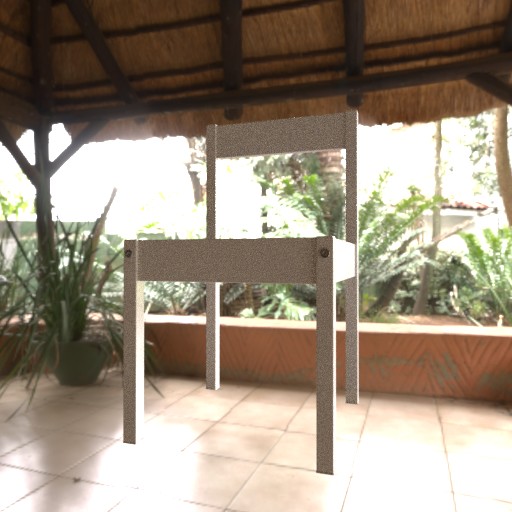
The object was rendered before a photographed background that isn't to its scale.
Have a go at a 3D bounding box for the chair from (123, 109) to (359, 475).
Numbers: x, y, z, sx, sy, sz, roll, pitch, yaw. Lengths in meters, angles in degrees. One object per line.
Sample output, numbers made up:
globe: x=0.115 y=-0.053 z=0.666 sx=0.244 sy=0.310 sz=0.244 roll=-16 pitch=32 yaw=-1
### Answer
chair: x=0.000 y=0.000 z=0.687 sx=0.285 sy=0.505 sz=0.285 roll=0 pitch=0 yaw=19
